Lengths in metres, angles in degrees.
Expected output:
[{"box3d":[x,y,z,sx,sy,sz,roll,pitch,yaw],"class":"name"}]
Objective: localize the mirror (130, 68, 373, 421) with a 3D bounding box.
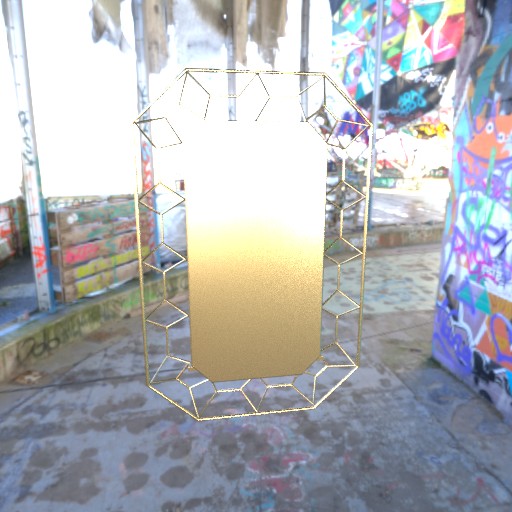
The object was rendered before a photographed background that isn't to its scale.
[{"box3d":[0.000,0.000,1.118,0.572,0.870,0.051,-2,13,-10],"class":"mirror"}]
